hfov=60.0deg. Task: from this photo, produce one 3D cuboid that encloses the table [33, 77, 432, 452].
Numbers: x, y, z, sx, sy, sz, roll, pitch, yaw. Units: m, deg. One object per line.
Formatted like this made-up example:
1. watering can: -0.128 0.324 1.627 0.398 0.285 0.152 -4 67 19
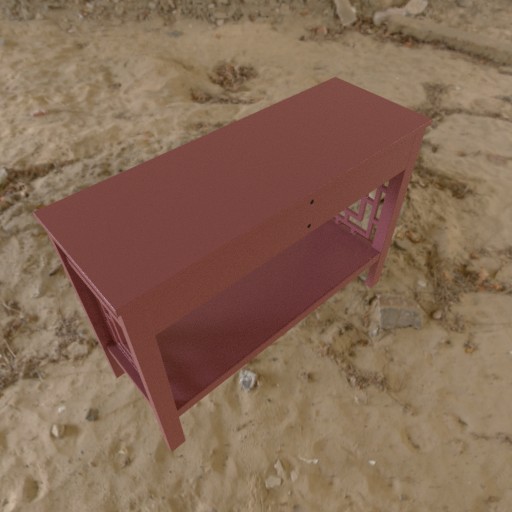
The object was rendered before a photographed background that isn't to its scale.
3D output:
1. table: 0.000 0.000 1.458 1.068 0.753 0.397 -33 55 -27
